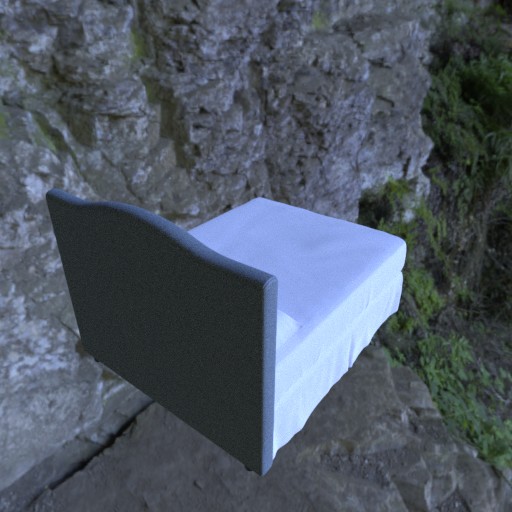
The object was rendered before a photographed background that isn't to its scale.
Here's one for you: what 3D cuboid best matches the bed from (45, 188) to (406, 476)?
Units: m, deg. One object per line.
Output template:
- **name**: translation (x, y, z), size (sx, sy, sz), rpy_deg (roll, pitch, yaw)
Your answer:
- **bed**: translation (0.000, 0.000, 3.367), size (1.753, 1.460, 2.143), rpy_deg (21, 36, 32)
